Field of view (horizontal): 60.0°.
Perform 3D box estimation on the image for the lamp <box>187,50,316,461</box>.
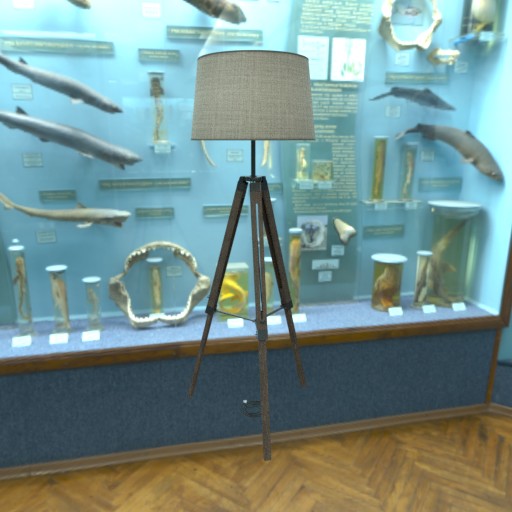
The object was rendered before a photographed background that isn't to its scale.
[{"bbox_3d":[0.000,0.000,1.832,0.604,1.510,0.587,-3,15,-10],"label":"lamp"}]
